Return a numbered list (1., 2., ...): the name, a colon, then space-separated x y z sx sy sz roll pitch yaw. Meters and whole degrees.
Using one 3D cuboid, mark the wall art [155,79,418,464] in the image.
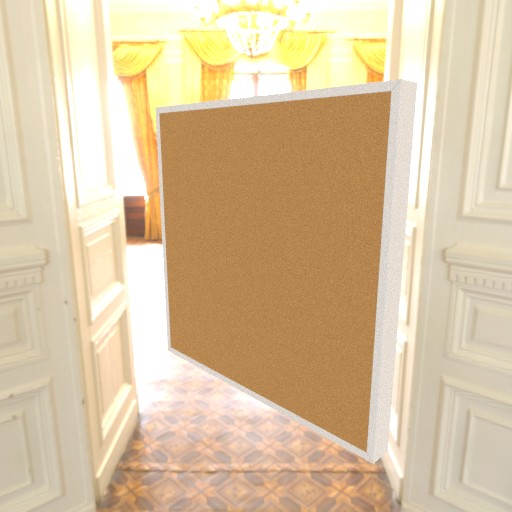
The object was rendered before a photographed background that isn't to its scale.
1. wall art: 0.000 0.000 0.753 0.040 0.509 0.509 -13 19 -43
